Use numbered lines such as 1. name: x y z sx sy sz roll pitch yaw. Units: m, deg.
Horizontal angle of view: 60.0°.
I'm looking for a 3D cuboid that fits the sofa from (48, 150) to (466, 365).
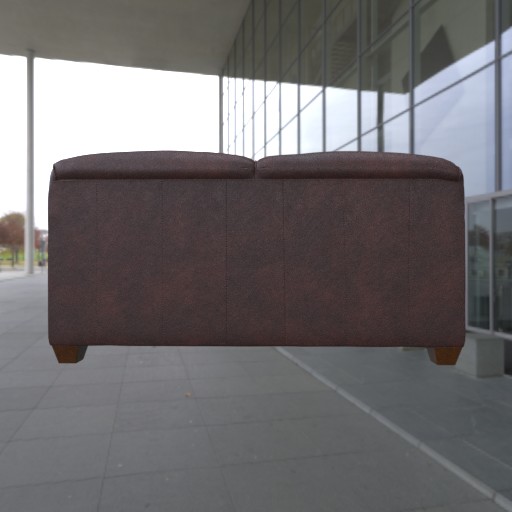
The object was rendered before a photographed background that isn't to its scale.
1. sofa: 0.000 0.000 2.418 1.856 0.966 1.000 0 0 1
